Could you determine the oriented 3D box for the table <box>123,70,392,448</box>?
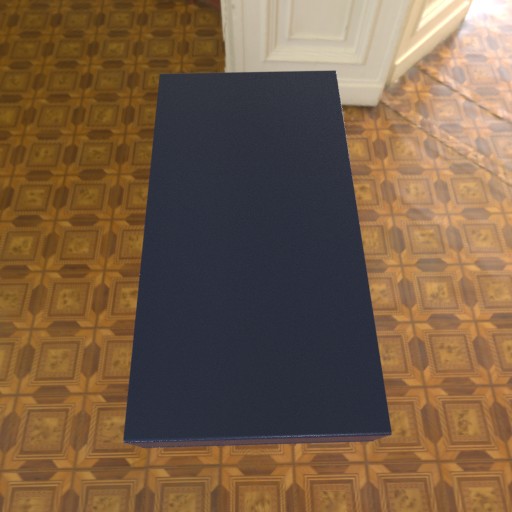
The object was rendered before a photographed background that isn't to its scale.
[{"bbox_3d":[0.000,0.000,1.349,0.572,0.457,1.067,-1,63,-1],"label":"table"}]
